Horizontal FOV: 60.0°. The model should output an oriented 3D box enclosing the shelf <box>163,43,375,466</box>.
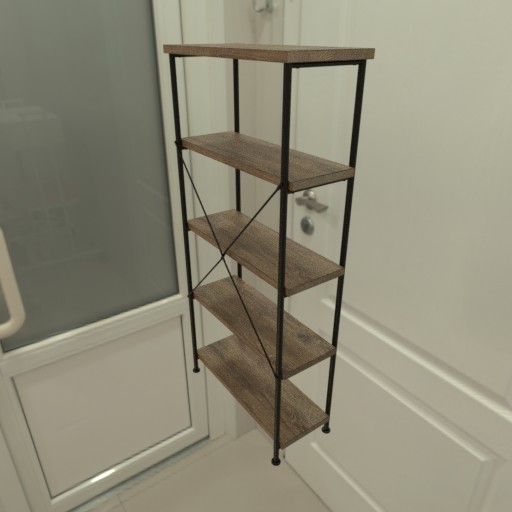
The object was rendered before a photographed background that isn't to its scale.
[{"bbox_3d":[0.000,0.000,1.986,0.360,1.700,0.800,-18,32,-31],"label":"shelf"}]
